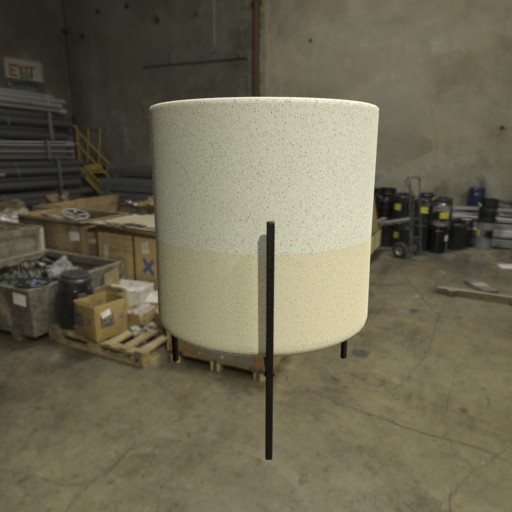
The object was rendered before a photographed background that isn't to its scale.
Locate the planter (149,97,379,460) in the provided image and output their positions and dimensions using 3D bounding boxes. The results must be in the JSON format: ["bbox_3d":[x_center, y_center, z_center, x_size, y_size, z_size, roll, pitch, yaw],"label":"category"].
[{"bbox_3d":[0.000,0.000,0.668,0.335,0.423,0.313,7,15,27],"label":"planter"}]
